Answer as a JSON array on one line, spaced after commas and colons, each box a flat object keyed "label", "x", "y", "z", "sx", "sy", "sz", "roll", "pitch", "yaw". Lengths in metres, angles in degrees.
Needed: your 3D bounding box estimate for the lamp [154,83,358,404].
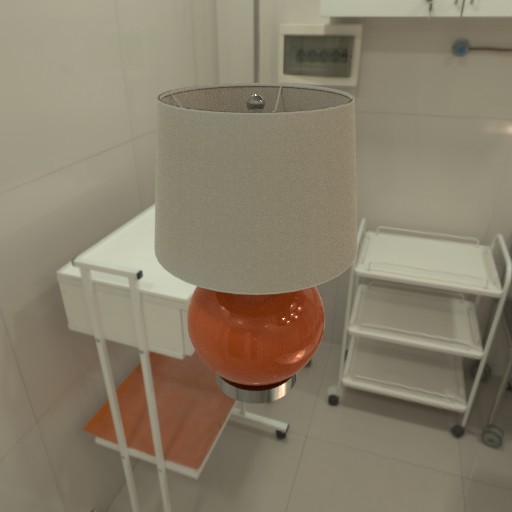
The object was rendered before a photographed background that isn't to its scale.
[{"label": "lamp", "x": 0.000, "y": 0.000, "z": 0.559, "sx": 0.247, "sy": 0.387, "sz": 0.247, "roll": 0, "pitch": 28, "yaw": 0}]
